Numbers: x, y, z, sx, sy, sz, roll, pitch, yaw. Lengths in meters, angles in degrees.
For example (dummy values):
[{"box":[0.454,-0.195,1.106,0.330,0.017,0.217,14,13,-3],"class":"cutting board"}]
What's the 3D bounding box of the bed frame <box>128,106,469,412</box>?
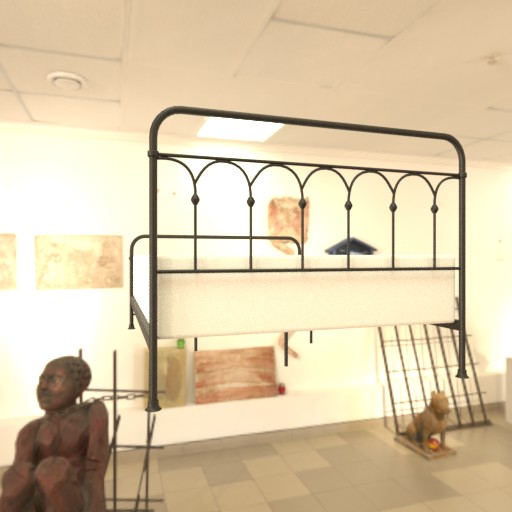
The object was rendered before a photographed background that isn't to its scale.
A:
[{"box":[0.000,0.000,3.108,1.664,1.276,2.203,0,0,-18],"class":"bed frame"}]
